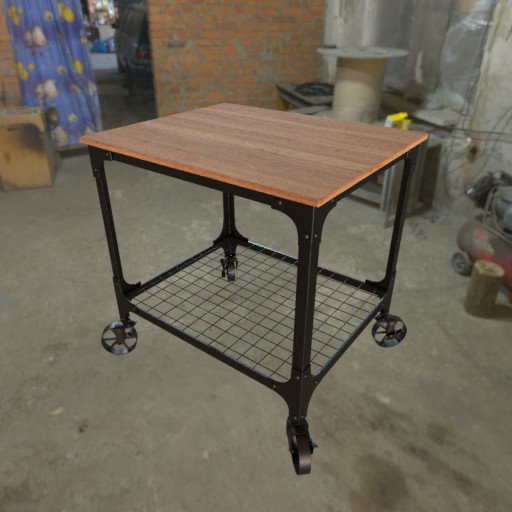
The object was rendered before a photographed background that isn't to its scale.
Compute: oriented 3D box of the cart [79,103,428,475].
[{"bbox_3d":[0.000,0.000,1.110,0.666,0.603,0.558,20,35,32],"label":"cart"}]
